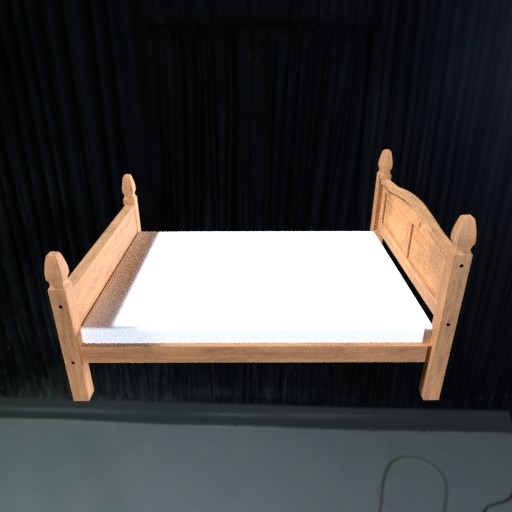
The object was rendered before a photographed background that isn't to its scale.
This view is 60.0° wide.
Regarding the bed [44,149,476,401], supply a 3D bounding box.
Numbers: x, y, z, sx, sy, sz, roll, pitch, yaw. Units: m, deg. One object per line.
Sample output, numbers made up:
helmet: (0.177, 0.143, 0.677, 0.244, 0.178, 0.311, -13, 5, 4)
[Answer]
bed: (0.000, 0.000, 2.938, 2.069, 1.100, 1.490, 0, 26, 0)
